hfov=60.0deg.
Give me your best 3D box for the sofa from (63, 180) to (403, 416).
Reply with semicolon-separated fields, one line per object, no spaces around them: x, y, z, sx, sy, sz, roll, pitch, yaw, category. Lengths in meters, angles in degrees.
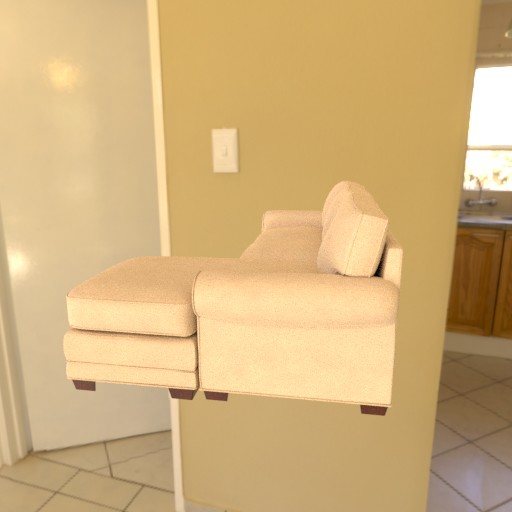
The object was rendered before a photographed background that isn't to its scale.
0.000;0.000;2.339;1.226;0.734;1.770;2;14;9;sofa
